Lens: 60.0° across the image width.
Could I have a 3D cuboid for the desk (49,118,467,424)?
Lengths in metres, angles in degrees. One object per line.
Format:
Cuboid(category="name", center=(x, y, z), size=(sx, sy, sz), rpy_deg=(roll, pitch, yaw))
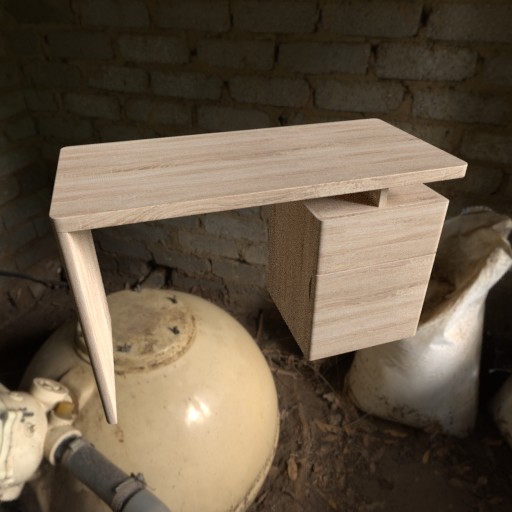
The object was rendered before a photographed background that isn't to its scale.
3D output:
Cuboid(category="desk", center=(0.000, 0.000, 1.619), size=(1.200, 0.760, 0.550), rpy_deg=(-10, 33, -15))
